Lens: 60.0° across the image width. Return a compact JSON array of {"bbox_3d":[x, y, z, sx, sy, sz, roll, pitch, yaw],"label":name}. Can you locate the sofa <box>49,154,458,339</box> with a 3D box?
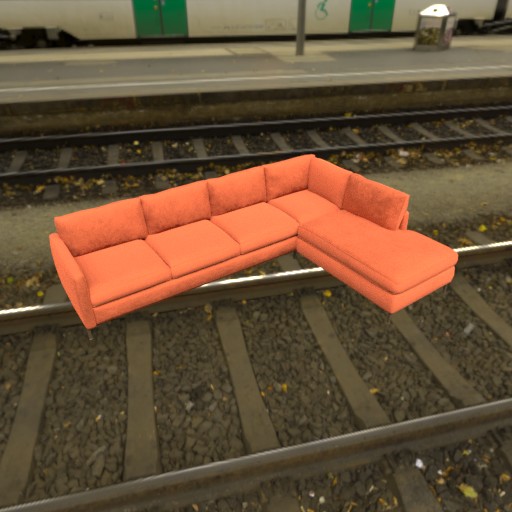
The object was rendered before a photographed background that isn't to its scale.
[{"bbox_3d":[0.000,0.000,3.567,2.736,0.757,1.879,-20,37,-29],"label":"sofa"}]
